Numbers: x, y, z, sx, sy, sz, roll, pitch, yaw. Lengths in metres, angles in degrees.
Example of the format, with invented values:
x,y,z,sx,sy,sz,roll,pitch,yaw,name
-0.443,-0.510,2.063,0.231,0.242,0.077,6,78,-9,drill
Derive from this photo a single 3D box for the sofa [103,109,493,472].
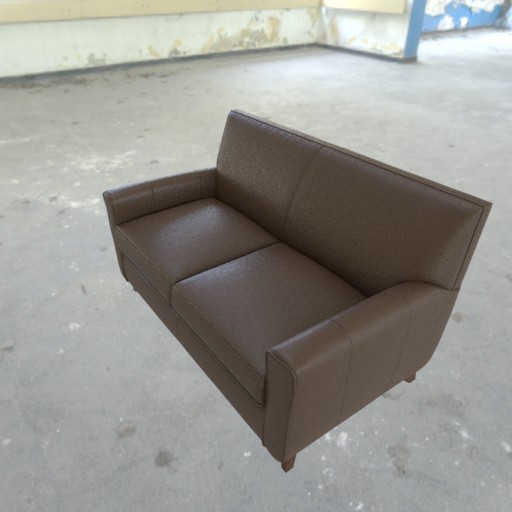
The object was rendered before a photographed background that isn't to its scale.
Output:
x,y,z,sx,sy,sz,roll,pitch,yaw,name
0.000,0.000,1.954,0.853,0.859,1.468,-21,38,-30,sofa
